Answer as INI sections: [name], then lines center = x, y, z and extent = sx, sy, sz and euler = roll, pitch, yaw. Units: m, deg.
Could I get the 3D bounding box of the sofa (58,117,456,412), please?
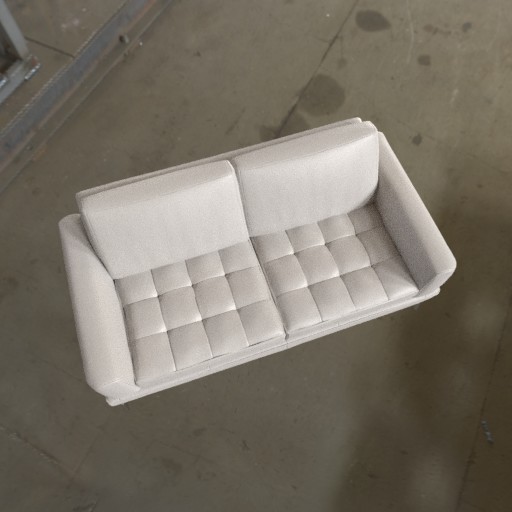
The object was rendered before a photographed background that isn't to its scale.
[sofa]
center = 0.000, 0.000, 2.722
extent = 2.177, 0.930, 1.121
euler = -17, 66, -8
